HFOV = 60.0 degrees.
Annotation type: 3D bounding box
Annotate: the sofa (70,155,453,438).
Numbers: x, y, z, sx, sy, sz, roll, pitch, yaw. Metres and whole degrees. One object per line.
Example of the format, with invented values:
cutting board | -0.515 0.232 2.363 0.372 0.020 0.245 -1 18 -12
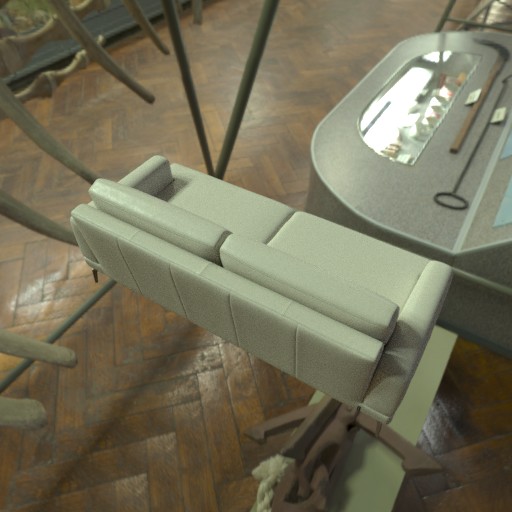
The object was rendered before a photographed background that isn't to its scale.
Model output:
sofa | 0.000 0.000 2.438 1.940 0.765 0.974 24 51 21
